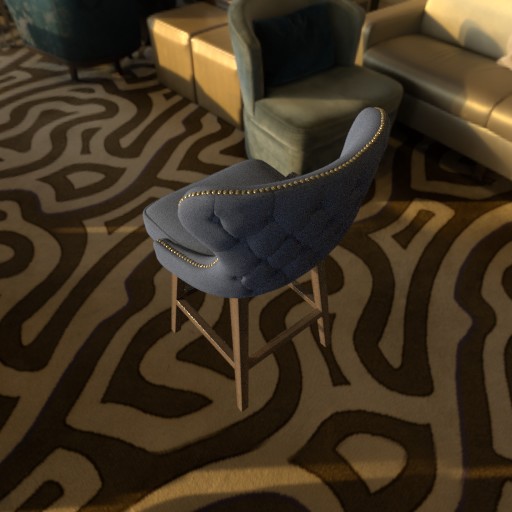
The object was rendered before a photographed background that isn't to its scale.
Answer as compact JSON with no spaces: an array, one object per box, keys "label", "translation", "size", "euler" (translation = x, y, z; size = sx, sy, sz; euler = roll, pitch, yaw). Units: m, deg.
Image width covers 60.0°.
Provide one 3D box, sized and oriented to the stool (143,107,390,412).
[{"label":"stool","translation":[0.000,0.000,1.416],"size":[0.615,0.972,0.597],"euler":[-30,53,-27]}]
